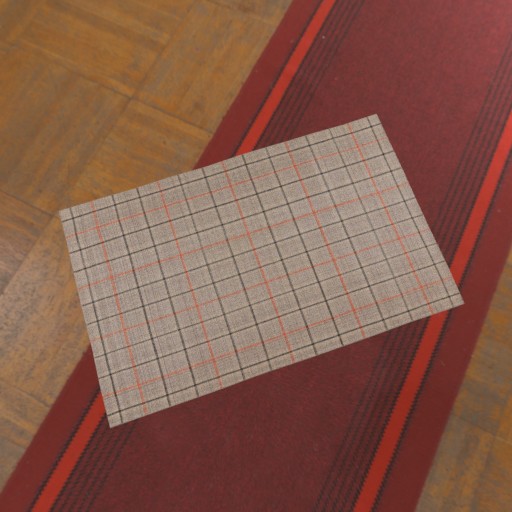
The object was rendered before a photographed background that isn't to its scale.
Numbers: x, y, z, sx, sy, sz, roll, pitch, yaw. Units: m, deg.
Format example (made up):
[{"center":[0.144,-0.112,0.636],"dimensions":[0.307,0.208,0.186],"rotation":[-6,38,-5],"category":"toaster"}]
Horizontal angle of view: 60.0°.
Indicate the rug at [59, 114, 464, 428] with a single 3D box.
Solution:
[{"center":[0.000,0.000,3.058],"dimensions":[2.439,0.015,1.524],"rotation":[-18,76,-5],"category":"rug"}]
